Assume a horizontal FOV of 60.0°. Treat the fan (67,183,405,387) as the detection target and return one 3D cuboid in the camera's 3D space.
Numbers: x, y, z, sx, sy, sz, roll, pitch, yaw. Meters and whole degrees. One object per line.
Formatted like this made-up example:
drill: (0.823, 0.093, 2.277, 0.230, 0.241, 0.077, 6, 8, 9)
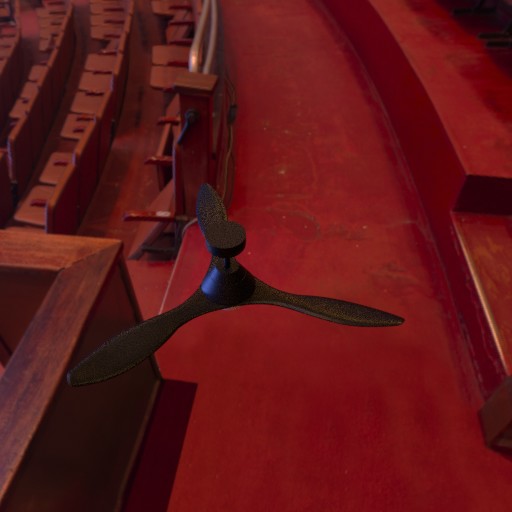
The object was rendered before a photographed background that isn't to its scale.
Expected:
fan: (0.000, 0.000, 1.633, 1.067, 0.305, 1.067, 4, 45, 4)
